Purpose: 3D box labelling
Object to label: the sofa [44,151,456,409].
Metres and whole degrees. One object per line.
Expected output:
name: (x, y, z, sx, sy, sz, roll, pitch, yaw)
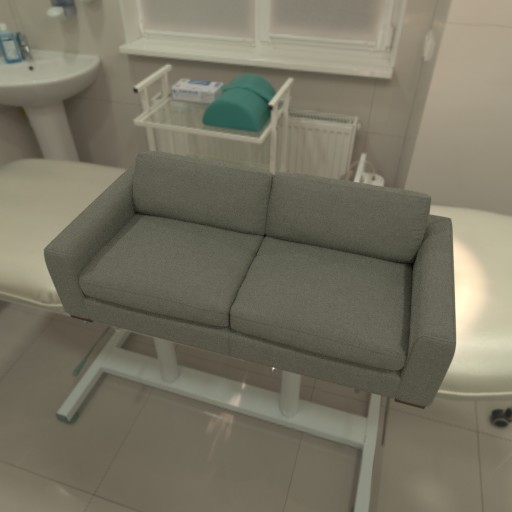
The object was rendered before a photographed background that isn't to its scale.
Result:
sofa: (0.000, 0.000, 2.721, 2.262, 0.801, 1.070, 11, 42, 13)
